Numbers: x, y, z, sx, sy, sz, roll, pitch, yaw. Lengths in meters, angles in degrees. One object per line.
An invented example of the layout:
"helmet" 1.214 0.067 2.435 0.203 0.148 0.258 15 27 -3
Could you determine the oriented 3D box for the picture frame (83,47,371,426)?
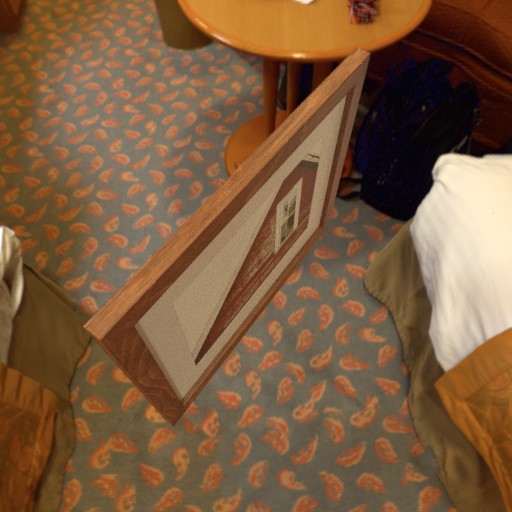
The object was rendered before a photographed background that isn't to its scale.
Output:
"picture frame" 0.000 0.000 0.752 0.025 0.457 0.559 32 64 18
